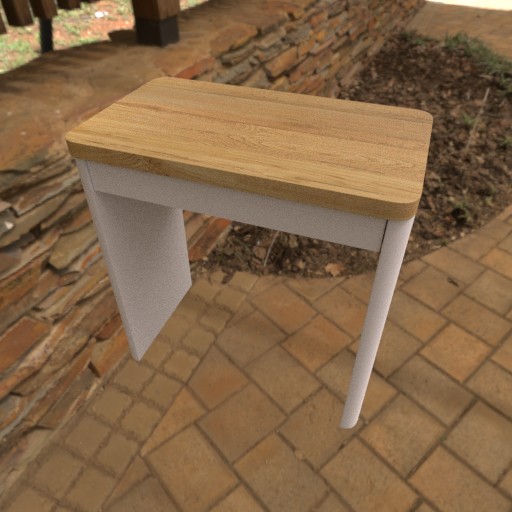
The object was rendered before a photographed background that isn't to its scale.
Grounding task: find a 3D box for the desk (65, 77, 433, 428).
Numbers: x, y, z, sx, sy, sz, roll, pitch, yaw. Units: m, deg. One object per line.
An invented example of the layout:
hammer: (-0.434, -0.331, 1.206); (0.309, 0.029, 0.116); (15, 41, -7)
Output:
desk: (0.000, 0.000, 1.273); (0.760, 0.790, 0.440); (13, 42, 15)
